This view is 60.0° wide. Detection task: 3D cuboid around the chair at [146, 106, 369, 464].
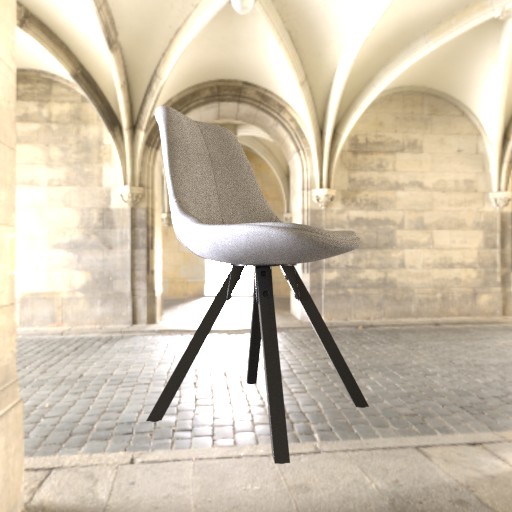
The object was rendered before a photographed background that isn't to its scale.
[{"bbox_3d":[0.000,0.000,1.213,0.550,0.850,0.485,0,0,35],"label":"chair"}]
